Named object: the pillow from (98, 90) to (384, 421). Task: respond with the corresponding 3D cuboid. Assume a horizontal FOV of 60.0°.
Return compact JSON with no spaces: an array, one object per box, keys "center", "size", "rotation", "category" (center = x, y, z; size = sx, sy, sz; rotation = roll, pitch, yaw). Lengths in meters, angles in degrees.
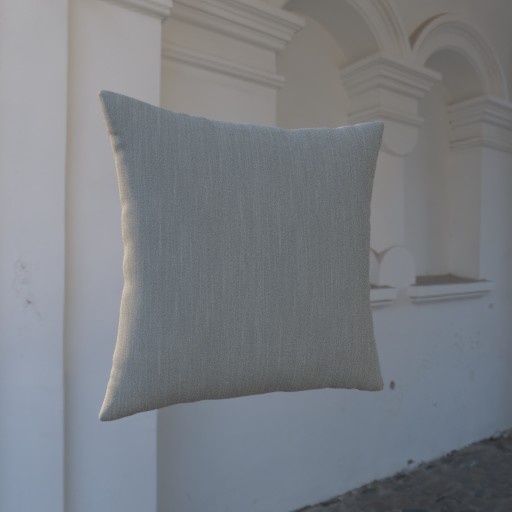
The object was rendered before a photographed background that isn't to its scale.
[{"center":[0.000,0.000,0.760],"size":[0.511,0.509,0.161],"rotation":[0,0,-19],"category":"pillow"}]
